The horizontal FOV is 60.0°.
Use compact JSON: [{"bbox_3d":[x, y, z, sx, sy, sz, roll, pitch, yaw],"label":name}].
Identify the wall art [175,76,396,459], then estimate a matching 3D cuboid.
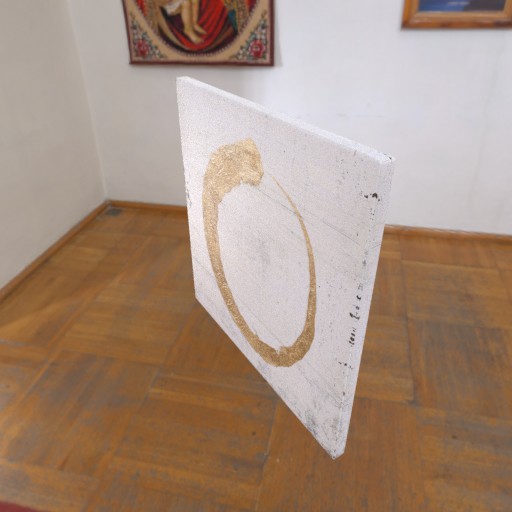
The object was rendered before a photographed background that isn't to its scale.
[{"bbox_3d":[0.000,0.000,1.152,0.038,0.762,0.762,-19,37,-27],"label":"wall art"}]
